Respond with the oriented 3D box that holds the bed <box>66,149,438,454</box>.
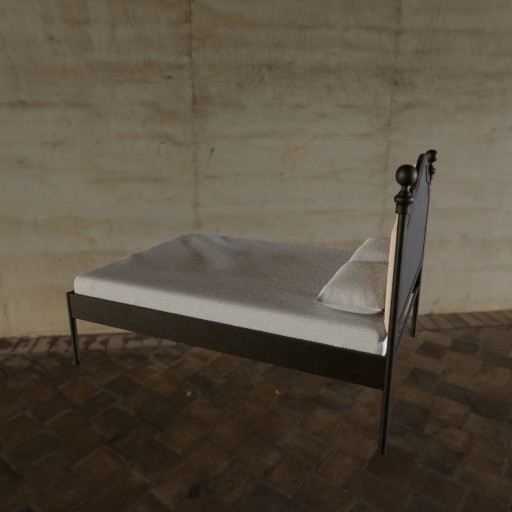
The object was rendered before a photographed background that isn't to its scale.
[{"bbox_3d":[0.000,0.000,3.130,2.170,1.462,1.533,7,18,24],"label":"bed"}]
